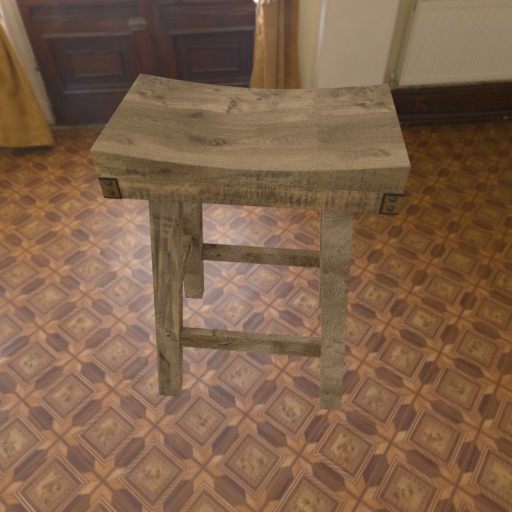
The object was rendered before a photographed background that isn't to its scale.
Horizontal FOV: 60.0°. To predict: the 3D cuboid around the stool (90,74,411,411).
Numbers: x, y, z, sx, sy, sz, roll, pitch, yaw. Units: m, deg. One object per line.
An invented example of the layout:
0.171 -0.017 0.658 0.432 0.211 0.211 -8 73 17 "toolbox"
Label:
0.000 0.000 0.917 0.450 0.635 0.330 4 45 4 "stool"
